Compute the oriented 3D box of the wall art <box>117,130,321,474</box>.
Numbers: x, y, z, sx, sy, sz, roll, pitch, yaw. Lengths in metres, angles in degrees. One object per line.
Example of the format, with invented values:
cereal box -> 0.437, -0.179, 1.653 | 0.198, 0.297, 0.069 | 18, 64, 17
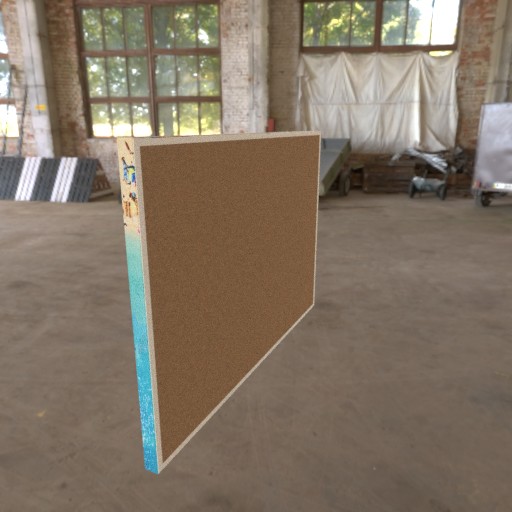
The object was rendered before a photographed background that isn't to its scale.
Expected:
wall art -> 0.000, 0.000, 1.434 | 0.040, 0.769, 1.136 | 8, 18, 25
